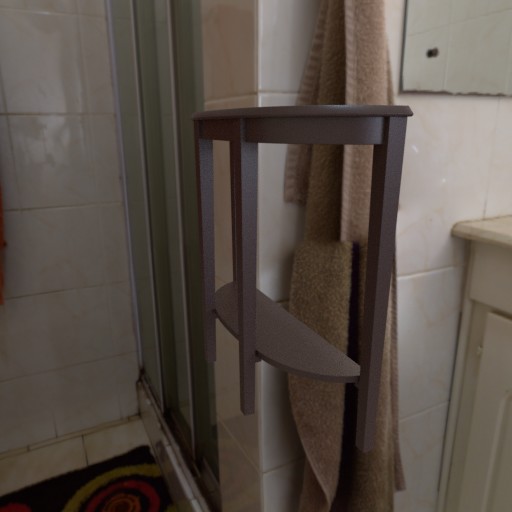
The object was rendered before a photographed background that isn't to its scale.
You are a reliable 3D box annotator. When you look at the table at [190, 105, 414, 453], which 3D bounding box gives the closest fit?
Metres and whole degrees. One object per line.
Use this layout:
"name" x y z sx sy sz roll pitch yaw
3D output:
"table" 0.000 0.000 1.337 0.274 0.831 0.909 -7 18 -24
